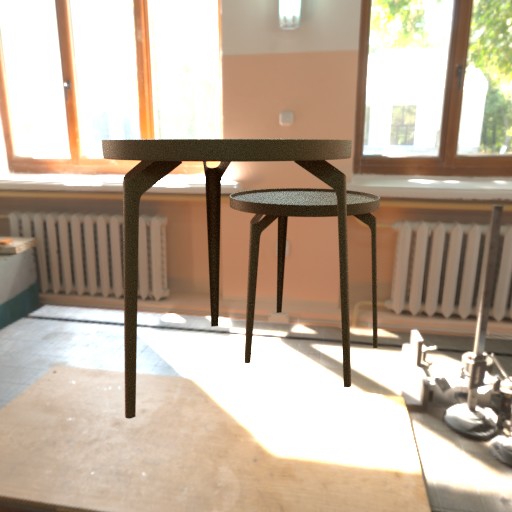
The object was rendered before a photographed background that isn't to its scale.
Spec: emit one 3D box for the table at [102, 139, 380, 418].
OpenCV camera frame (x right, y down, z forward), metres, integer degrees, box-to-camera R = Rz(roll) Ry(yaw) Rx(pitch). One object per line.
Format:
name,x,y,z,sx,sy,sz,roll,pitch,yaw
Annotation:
table,0.000,0.000,1.101,0.751,0.555,0.532,-13,19,-43
